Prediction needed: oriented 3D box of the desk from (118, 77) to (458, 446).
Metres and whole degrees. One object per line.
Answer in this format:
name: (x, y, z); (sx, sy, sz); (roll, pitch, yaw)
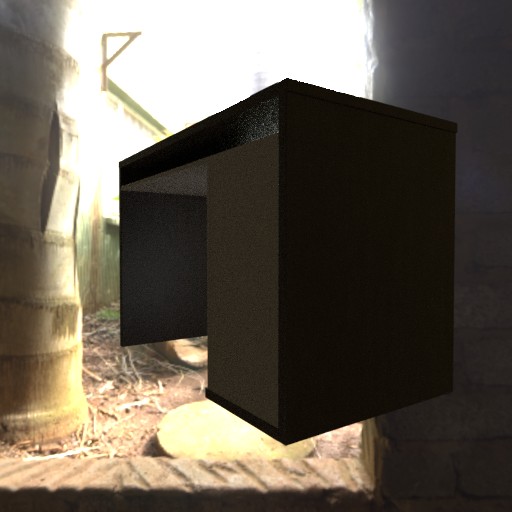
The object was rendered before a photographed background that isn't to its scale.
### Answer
desk: (0.000, 0.000, 1.520); (0.600, 0.750, 1.100); (-1, 2, -34)
